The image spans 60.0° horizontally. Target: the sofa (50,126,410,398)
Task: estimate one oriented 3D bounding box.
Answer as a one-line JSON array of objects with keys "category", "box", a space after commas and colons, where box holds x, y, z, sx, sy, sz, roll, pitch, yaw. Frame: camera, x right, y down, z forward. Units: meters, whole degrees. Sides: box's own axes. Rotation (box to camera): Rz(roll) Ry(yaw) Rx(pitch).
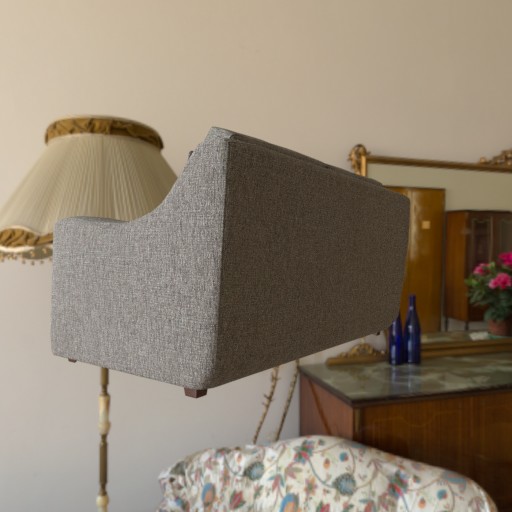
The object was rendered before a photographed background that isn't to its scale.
[{"category": "sofa", "box": [0.000, 0.000, 2.386, 1.120, 0.991, 1.778, 0, -1, 38]}]
